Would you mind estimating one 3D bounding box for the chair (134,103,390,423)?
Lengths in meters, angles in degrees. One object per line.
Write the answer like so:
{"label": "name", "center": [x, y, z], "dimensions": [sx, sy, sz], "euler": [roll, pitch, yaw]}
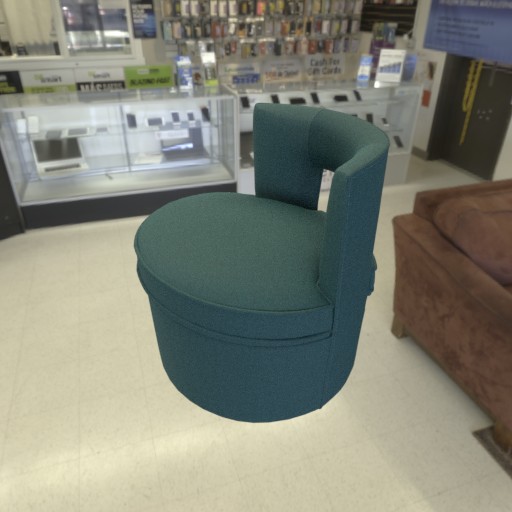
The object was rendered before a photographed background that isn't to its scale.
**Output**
{"label": "chair", "center": [0.000, 0.000, 1.260], "dimensions": [0.660, 0.711, 0.684], "euler": [-9, 32, -14]}
